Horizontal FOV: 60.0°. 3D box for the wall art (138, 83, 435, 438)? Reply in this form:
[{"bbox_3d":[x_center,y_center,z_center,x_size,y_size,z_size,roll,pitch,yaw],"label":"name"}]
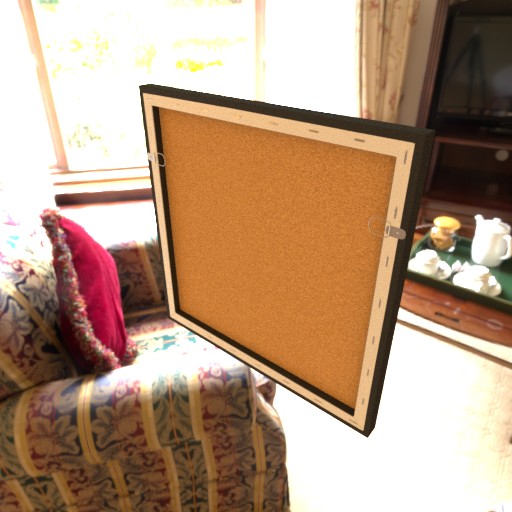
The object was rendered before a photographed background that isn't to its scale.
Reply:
[{"bbox_3d":[0.000,0.000,1.140,0.758,0.758,0.044,23,37,33],"label":"wall art"}]
